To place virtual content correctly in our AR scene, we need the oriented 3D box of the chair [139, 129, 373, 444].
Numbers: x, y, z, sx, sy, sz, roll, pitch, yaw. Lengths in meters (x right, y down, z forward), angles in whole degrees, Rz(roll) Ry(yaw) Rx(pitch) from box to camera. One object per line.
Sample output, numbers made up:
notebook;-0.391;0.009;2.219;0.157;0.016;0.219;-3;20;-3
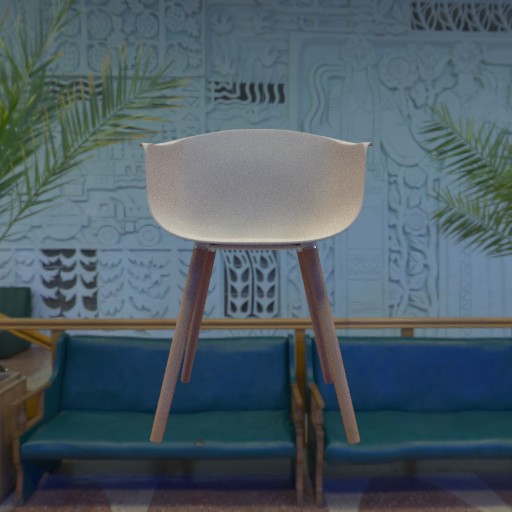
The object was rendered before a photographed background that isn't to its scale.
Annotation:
chair;0.000;0.000;1.143;0.593;0.781;0.504;0;1;1
